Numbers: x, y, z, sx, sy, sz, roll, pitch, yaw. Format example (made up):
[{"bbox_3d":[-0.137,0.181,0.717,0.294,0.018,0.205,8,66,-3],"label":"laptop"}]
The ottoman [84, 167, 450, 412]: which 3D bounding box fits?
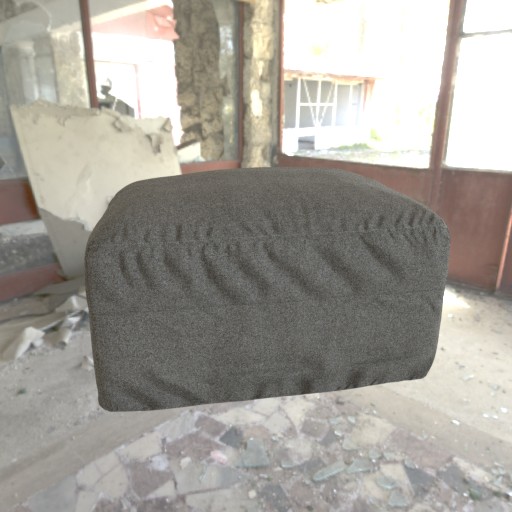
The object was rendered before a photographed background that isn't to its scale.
[{"bbox_3d":[0.000,0.000,1.268,0.837,0.481,0.683,-3,19,-9],"label":"ottoman"}]
